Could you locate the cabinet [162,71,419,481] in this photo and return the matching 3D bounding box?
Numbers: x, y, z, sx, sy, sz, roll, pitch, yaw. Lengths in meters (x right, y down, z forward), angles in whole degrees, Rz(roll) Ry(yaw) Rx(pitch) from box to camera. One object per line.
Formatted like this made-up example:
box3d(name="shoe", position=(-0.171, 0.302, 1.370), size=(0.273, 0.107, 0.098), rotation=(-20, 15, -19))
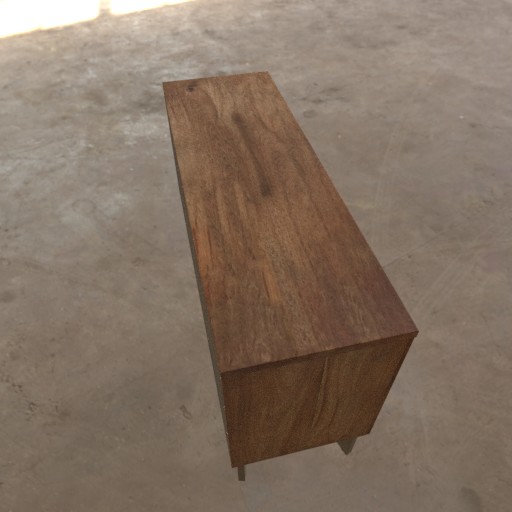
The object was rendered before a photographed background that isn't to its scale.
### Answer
box3d(name="cabinet", position=(0.000, 0.000, 1.720), size=(0.480, 0.812, 1.373), rotation=(-10, 47, -9))
